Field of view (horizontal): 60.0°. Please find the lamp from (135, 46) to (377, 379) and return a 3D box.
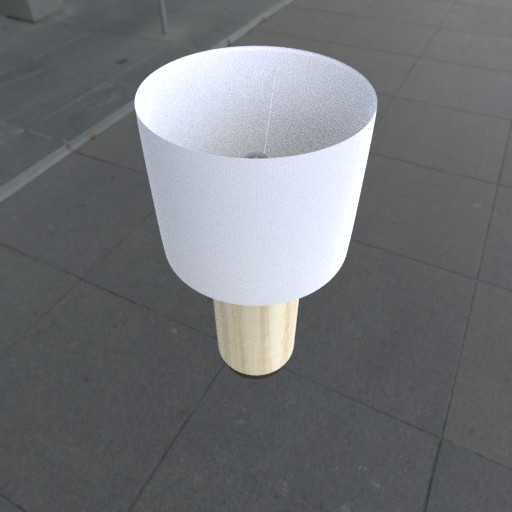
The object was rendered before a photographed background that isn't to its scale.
[{"bbox_3d":[0.000,0.000,0.578,0.228,0.444,0.228,33,54,28],"label":"lamp"}]
